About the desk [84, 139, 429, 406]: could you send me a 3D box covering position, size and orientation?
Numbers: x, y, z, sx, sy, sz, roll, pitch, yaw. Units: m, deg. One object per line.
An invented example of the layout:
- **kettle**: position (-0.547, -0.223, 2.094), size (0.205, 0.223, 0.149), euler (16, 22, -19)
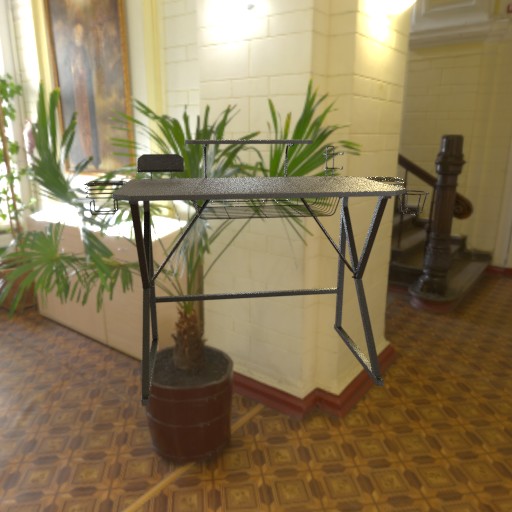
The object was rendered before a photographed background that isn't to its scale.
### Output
- **desk**: position (0.000, 0.000, 1.746), size (1.290, 0.880, 0.580), euler (-2, 15, -8)
